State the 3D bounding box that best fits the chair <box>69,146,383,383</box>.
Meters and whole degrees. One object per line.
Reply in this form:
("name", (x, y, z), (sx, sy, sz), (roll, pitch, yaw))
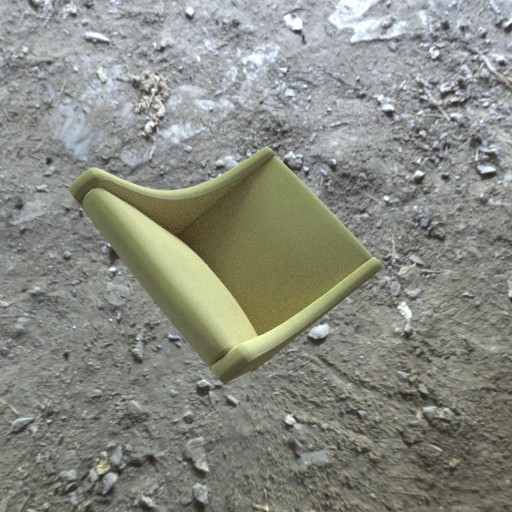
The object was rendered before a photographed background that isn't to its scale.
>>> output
("chair", (0.000, 0.000, 1.406), (0.611, 1.021, 0.575), (-39, 77, -10))
